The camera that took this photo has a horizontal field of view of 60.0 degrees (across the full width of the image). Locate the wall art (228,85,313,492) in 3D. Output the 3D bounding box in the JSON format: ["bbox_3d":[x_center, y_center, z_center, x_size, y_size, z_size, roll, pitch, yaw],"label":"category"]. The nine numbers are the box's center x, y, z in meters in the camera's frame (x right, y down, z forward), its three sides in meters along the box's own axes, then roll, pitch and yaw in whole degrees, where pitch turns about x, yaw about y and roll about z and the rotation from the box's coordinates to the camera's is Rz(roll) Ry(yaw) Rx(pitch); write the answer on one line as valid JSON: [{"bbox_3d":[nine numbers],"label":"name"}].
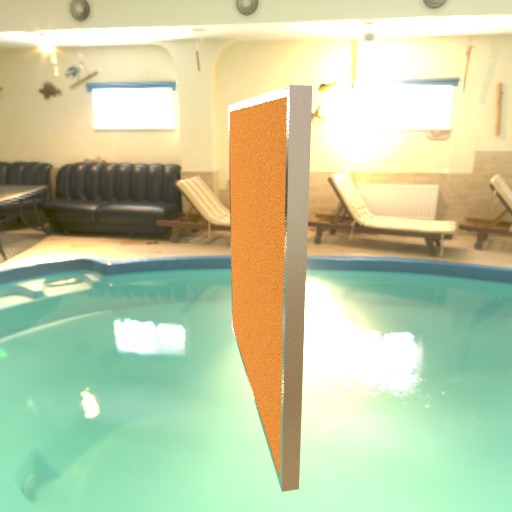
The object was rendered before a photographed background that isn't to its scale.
[{"bbox_3d":[0.000,0.000,1.209,0.038,0.806,0.806,-3,17,-10],"label":"wall art"}]
